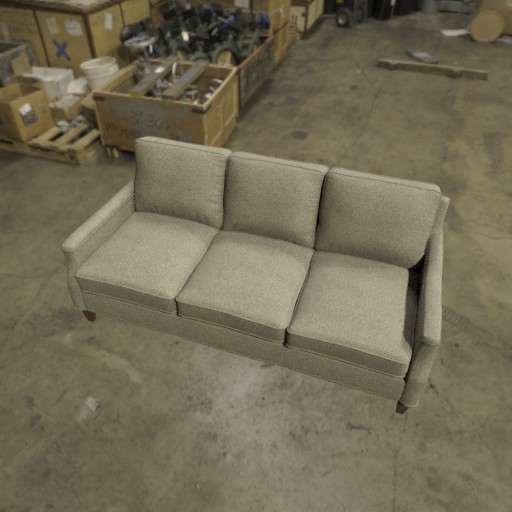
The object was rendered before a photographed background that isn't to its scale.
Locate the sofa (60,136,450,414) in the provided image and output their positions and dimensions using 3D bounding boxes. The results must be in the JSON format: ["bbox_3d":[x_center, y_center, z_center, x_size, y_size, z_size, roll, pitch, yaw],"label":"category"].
[{"bbox_3d":[0.000,0.000,2.851,2.246,1.003,1.084,13,42,15],"label":"sofa"}]
